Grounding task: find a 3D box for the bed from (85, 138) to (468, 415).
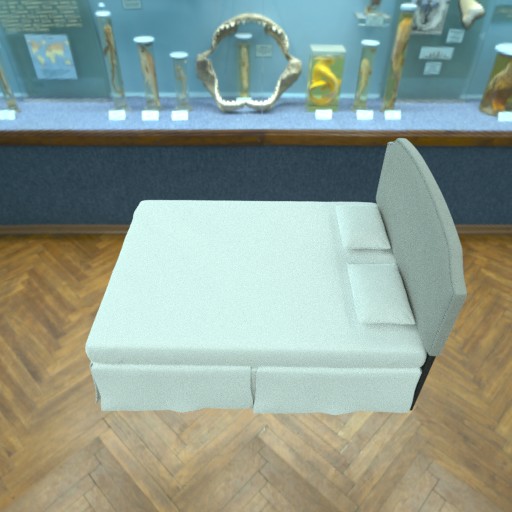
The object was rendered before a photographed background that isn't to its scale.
[{"bbox_3d":[0.000,0.000,2.928,1.999,1.270,1.558,1,41,1],"label":"bed"}]
